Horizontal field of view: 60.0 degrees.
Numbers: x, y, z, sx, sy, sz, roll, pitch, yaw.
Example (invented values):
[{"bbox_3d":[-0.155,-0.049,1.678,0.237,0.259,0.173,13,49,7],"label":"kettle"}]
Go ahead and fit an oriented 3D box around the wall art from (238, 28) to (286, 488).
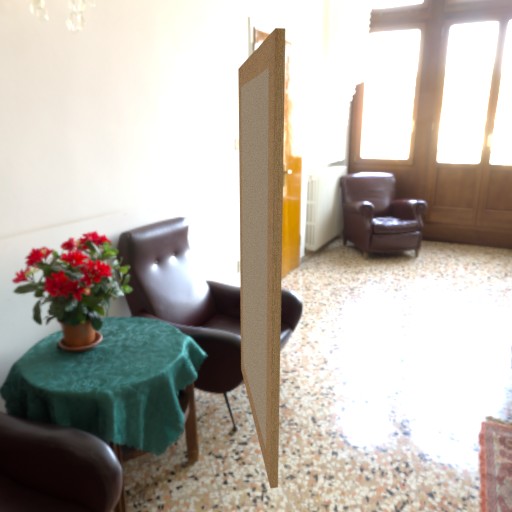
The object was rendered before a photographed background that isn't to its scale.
[{"bbox_3d":[0.000,0.000,0.813,0.013,0.683,0.381,-2,16,-9],"label":"wall art"}]
